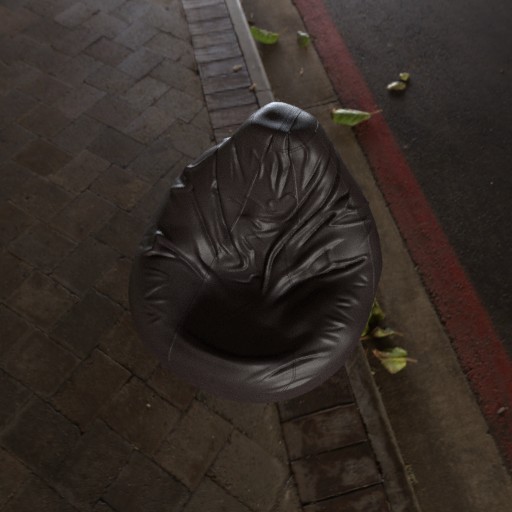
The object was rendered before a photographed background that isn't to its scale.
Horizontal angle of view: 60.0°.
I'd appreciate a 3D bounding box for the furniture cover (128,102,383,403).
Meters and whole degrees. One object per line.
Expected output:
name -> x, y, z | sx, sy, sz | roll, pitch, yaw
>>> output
furniture cover -> 0.000, 0.000, 1.890 | 1.070, 0.990, 1.070 | 17, 61, 10
